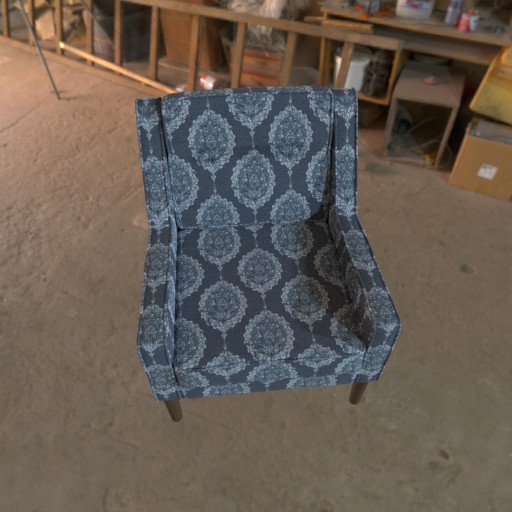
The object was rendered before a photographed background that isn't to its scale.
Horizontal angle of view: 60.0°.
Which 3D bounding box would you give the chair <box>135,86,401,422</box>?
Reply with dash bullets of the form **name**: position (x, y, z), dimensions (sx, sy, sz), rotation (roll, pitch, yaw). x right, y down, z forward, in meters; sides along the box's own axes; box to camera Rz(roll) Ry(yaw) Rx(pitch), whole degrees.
- **chair**: position (0.000, 0.000, 1.356), dimensions (0.663, 0.792, 0.743), rotation (-4, 48, -4)
